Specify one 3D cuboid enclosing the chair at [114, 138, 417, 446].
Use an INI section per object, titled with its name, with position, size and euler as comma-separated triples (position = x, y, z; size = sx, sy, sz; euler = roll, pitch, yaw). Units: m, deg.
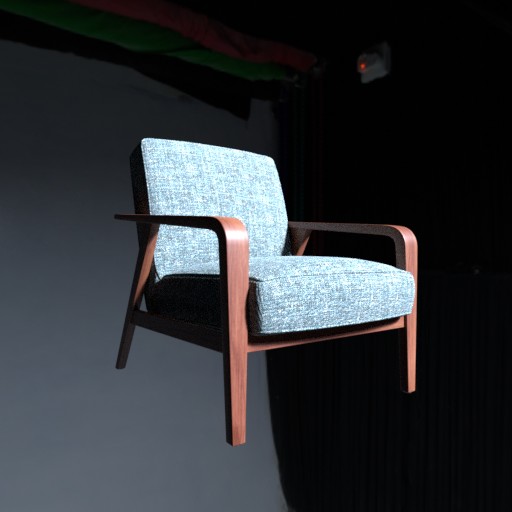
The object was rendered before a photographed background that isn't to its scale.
[chair]
position = 0.000, 0.000, 1.523
size = 0.719, 0.864, 0.889
euler = -1, 1, -36
